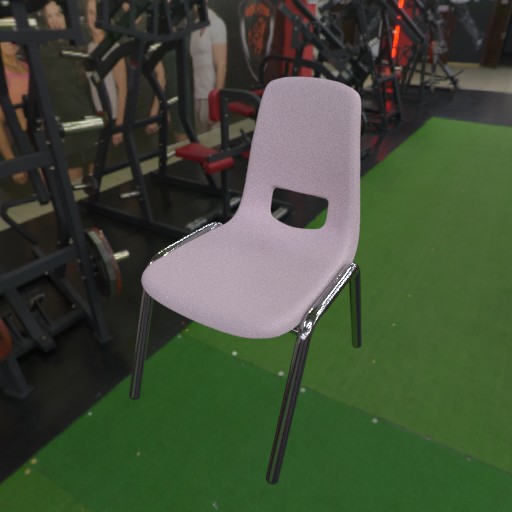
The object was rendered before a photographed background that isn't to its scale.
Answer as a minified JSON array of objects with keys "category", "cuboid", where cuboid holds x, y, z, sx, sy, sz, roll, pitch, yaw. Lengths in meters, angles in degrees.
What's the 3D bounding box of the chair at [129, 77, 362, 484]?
[{"category":"chair","cuboid":[0.000,0.000,0.834,0.354,0.586,0.423,18,34,29]}]
